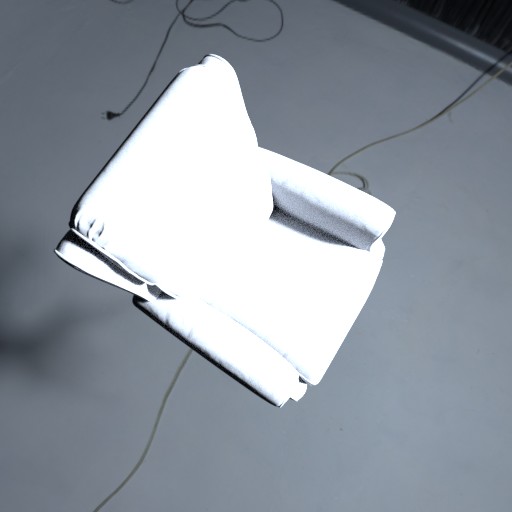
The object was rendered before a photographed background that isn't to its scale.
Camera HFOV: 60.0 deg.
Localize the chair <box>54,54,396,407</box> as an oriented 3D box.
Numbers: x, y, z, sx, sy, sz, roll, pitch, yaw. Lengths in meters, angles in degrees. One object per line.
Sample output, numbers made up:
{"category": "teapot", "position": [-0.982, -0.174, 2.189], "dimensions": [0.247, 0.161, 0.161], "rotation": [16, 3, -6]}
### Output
{"category": "chair", "position": [0.000, 0.000, 1.704], "dimensions": [0.919, 1.046, 0.859], "rotation": [31, 77, 8]}
